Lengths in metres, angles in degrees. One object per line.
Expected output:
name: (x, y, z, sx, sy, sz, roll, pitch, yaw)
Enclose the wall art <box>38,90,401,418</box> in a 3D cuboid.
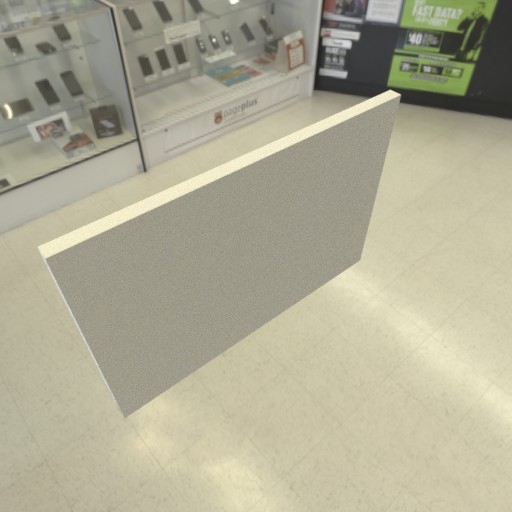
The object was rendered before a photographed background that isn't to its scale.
wall art: (0.000, 0.000, 1.133, 0.898, 0.601, 0.038, -30, 53, -26)
